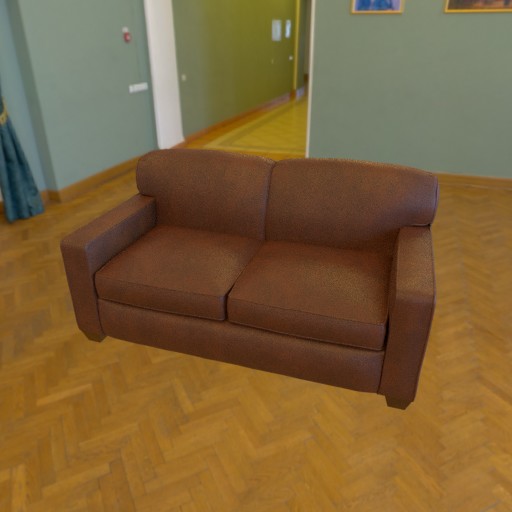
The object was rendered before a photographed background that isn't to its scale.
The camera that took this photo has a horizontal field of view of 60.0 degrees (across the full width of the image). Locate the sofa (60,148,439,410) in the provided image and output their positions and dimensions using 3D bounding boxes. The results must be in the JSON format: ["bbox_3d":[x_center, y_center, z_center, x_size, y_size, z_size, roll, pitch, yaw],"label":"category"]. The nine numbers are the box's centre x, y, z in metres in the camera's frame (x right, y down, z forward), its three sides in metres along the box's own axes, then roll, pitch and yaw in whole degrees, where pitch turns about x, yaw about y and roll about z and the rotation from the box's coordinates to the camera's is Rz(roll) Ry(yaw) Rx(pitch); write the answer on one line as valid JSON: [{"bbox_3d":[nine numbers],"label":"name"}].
[{"bbox_3d":[0.000,0.000,2.489,1.856,0.966,1.000,8,28,16],"label":"sofa"}]
